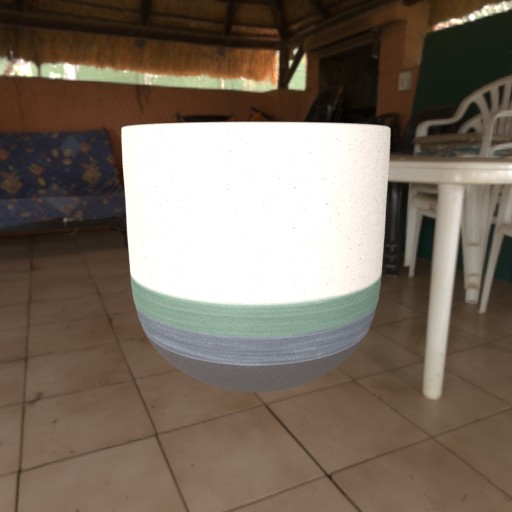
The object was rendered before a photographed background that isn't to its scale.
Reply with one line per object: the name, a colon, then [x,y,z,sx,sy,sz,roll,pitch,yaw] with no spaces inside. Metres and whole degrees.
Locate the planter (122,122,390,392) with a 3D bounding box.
planter: [0.000,0.000,0.488,0.268,0.270,0.268,0,14,0]
